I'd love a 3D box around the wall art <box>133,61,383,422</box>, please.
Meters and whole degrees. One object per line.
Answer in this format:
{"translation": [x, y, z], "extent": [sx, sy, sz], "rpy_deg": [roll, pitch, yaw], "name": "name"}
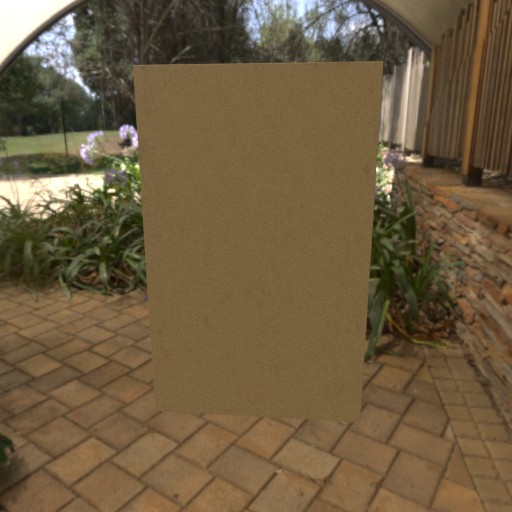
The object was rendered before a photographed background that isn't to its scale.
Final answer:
{"translation": [0.000, 0.000, 1.009], "extent": [0.510, 0.810, 0.039], "rpy_deg": [1, 15, 5], "name": "wall art"}
